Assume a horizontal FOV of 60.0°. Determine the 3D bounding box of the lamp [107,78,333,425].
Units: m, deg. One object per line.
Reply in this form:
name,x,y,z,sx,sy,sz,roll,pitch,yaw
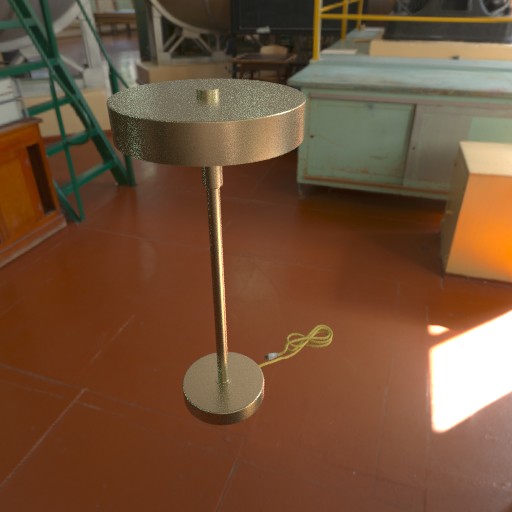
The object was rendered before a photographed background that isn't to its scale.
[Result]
lamp,0.000,0.000,0.683,0.369,0.508,0.229,-22,38,-31
